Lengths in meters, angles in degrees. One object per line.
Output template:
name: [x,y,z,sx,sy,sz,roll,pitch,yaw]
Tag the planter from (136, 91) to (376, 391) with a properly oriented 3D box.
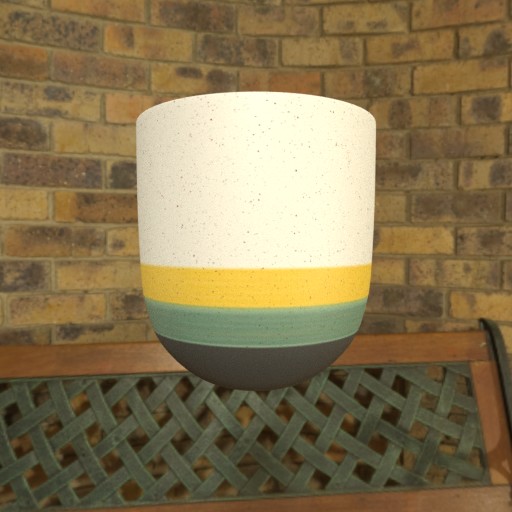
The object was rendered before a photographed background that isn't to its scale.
planter: [0.000,0.000,0.377,0.195,0.214,0.195,0,2,0]
